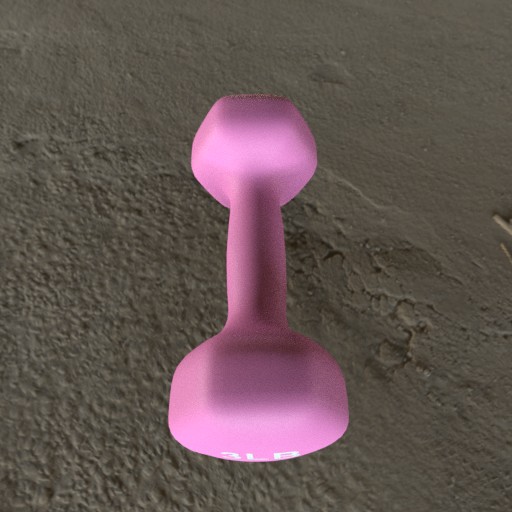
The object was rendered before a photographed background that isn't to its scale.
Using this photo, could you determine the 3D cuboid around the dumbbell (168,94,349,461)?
[{"bbox_3d":[0.000,0.000,0.190,0.064,0.058,0.159,0,57,0],"label":"dumbbell"}]
